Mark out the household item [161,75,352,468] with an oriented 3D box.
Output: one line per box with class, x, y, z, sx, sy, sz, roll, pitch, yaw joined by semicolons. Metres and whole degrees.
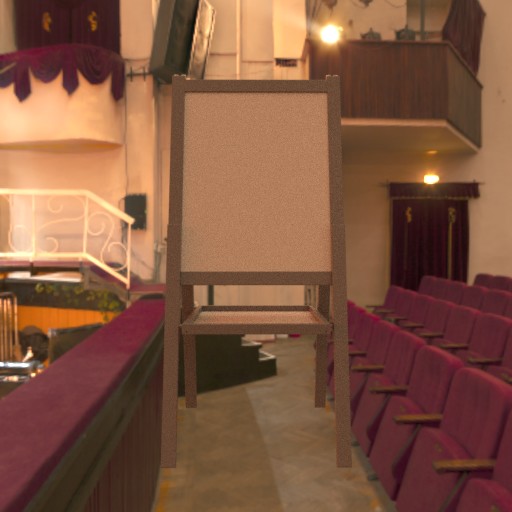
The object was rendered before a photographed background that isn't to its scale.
household item;0.000;0.000;1.452;0.531;1.172;0.469;0;2;0
